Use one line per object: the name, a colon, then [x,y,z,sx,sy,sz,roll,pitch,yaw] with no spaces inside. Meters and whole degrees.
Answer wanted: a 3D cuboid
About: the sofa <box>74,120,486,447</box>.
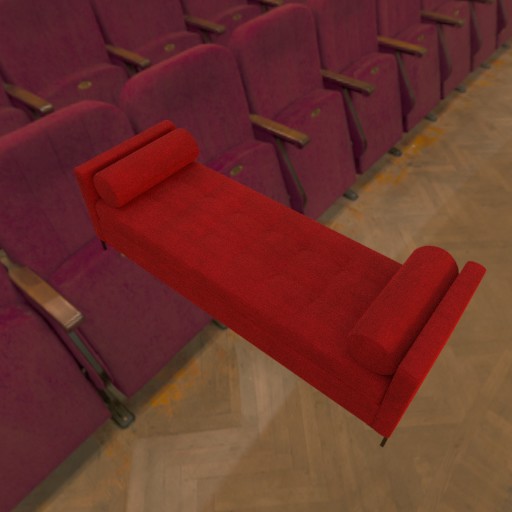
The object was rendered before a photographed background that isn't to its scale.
sofa: [0.000,0.000,2.336,1.981,0.635,0.686,30,53,26]
